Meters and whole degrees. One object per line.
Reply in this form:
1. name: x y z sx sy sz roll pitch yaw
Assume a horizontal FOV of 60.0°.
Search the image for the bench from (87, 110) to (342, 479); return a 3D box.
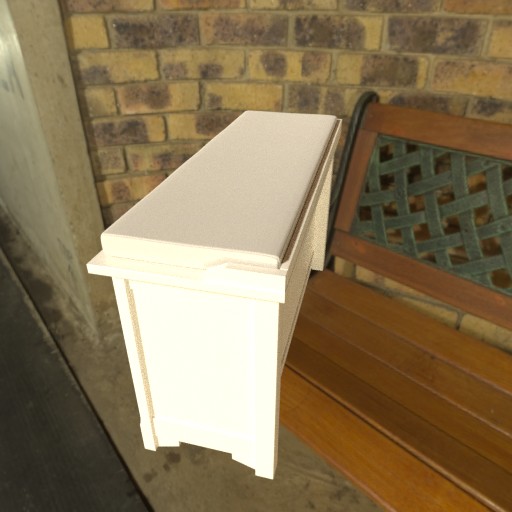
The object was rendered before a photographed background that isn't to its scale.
1. bench: 0.000 0.000 1.259 0.346 0.589 0.987 8 32 12
